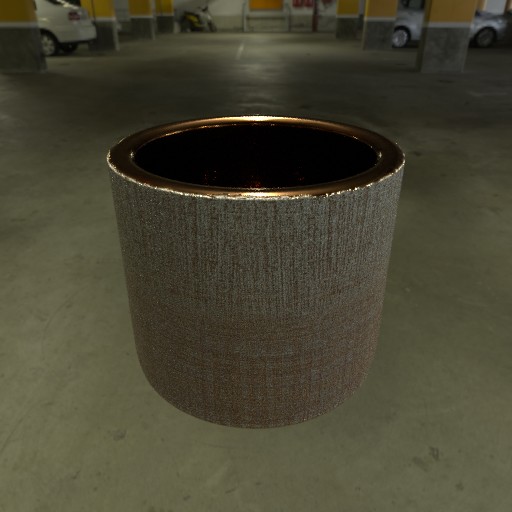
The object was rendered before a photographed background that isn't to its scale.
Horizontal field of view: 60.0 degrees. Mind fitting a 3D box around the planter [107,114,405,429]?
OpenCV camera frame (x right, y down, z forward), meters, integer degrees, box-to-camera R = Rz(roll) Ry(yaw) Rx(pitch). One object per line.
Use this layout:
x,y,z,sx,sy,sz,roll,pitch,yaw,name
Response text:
0.000,0.000,0.307,0.177,0.157,0.177,0,29,0,planter
